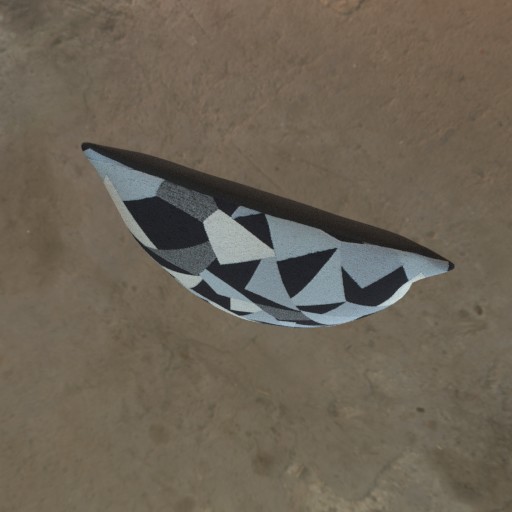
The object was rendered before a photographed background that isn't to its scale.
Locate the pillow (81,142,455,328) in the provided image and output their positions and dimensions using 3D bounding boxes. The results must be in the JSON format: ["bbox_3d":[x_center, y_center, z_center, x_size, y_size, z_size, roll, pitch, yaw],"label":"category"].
[{"bbox_3d":[0.000,0.000,0.779,0.503,0.496,0.208,18,77,4],"label":"pillow"}]
